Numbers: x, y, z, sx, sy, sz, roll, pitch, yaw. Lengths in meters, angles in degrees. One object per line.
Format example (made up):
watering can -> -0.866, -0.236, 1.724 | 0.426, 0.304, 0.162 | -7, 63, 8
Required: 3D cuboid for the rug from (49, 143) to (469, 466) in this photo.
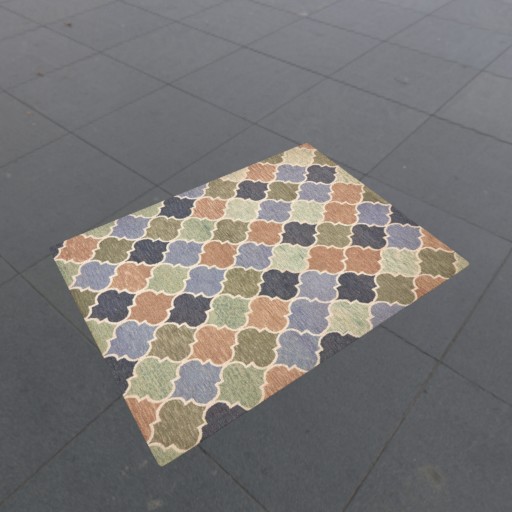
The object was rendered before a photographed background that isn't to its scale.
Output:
rug -> 0.000, 0.000, 4.220 | 3.200, 0.013, 2.439 | -27, 53, -22
